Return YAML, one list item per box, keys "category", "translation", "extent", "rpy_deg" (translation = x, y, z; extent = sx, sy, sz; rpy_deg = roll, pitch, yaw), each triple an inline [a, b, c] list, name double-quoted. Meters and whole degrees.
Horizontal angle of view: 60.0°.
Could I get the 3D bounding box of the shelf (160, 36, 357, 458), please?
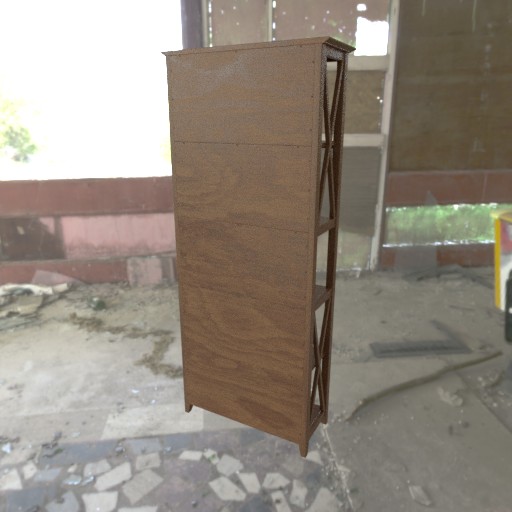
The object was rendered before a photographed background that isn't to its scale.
- category: "shelf"
  translation: [0.000, 0.000, 2.238]
  extent: [0.805, 1.905, 0.335]
  rpy_deg: [9, 20, 28]
